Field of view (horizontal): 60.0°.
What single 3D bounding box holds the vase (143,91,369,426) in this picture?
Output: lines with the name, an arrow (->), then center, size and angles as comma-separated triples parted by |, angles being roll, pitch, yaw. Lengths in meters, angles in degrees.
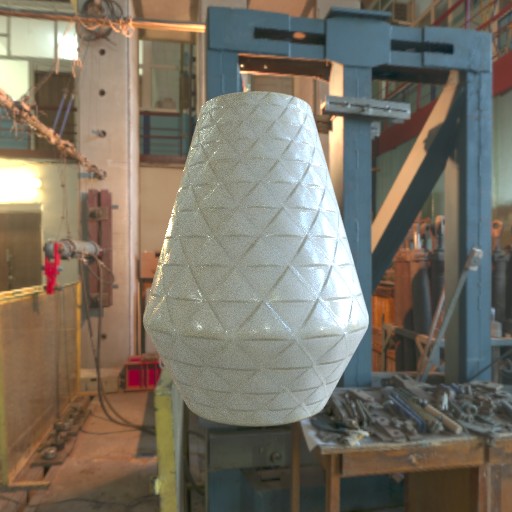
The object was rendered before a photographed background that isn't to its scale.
vase -> 0.000, 0.000, 0.353 | 0.175, 0.230, 0.175 | 0, 0, 0
